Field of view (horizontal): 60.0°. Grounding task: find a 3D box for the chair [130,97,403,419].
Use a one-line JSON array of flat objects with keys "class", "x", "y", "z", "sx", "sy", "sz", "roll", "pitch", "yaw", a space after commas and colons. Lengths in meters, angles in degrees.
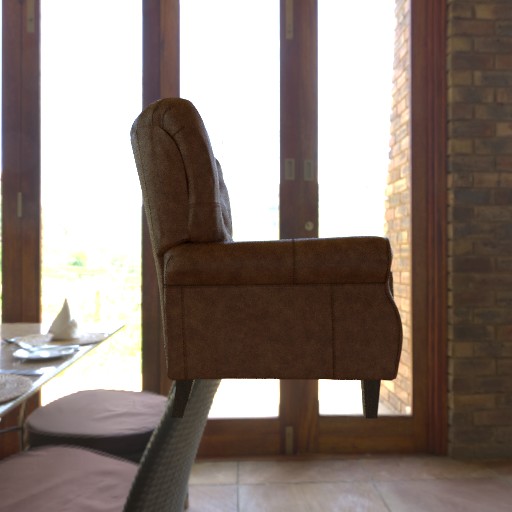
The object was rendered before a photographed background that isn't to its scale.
[{"class": "chair", "x": 0.000, "y": 0.000, "z": 1.940, "sx": 1.059, "sy": 1.164, "sz": 0.951, "roll": 0, "pitch": -1, "yaw": 1}]
